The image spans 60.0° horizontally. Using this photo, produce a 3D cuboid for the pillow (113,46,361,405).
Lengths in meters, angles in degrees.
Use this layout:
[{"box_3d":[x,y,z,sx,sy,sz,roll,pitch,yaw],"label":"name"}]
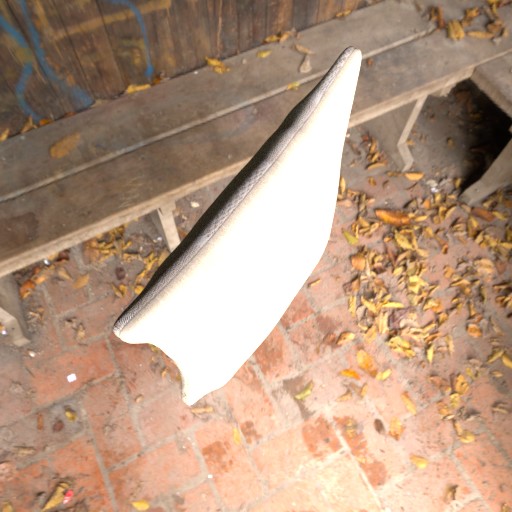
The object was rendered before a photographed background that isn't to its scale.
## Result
[{"box_3d":[0.000,0.000,0.653,0.138,0.432,0.436,31,68,14],"label":"pillow"}]
